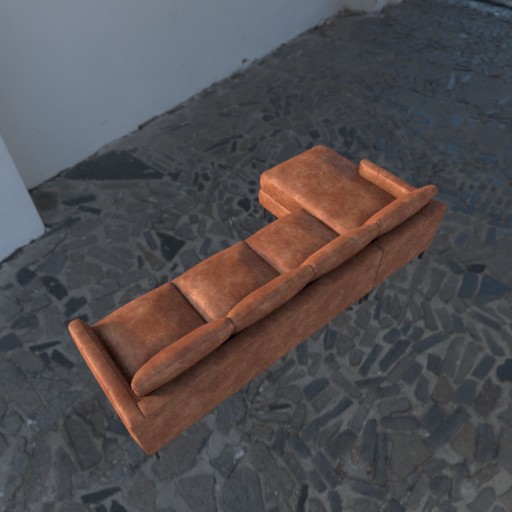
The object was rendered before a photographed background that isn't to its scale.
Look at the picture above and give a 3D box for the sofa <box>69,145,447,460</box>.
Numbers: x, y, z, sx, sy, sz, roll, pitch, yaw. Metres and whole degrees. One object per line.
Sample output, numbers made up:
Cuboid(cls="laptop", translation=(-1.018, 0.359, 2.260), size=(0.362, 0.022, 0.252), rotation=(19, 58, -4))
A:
Cuboid(cls="sofa", translation=(0.000, 0.000, 3.630), size=(2.993, 0.859, 1.471), rotation=(-31, 54, -25))
